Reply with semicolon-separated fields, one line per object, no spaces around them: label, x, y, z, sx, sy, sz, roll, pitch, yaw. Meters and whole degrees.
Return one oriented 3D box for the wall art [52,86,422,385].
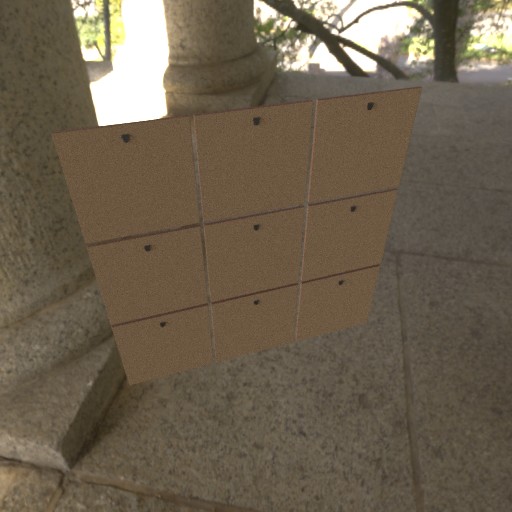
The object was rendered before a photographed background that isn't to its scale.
wall art;0.000;0.000;1.792;1.221;1.218;0.019;-12;41;-14
